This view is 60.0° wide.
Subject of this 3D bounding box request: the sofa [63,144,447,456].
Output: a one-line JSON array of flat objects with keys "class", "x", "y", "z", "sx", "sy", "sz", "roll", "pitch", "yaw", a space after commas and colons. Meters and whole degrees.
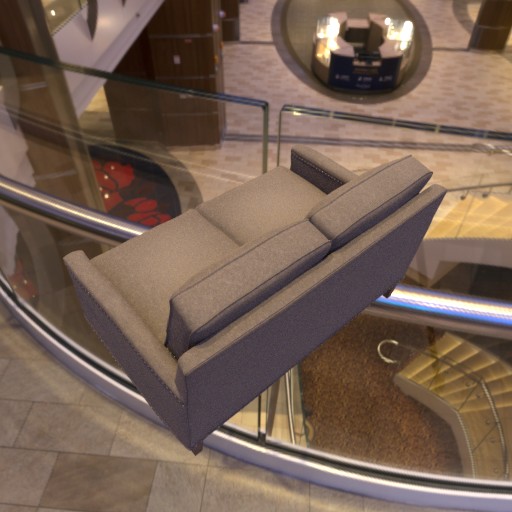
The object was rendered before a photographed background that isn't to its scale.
[{"class": "sofa", "x": 0.000, "y": 0.000, "z": 2.274, "sx": 1.597, "sy": 1.003, "sz": 1.084, "roll": -31, "pitch": 53, "yaw": -28}]
